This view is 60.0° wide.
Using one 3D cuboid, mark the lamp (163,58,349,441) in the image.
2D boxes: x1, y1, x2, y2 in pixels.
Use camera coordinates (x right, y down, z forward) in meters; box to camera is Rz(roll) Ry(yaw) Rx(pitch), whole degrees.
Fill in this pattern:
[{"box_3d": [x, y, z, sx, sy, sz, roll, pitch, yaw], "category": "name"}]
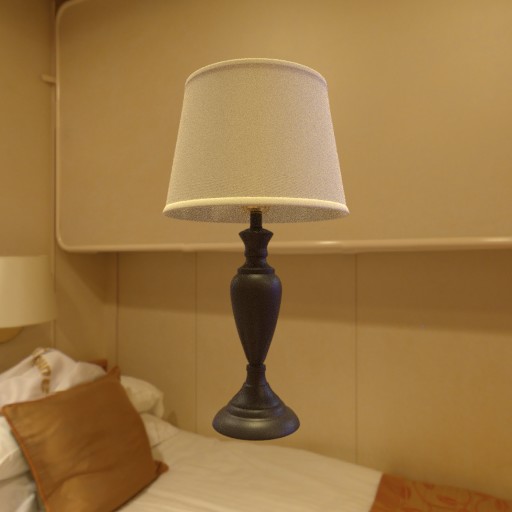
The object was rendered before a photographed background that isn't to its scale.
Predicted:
[{"box_3d": [0.000, 0.000, 0.812, 0.335, 0.611, 0.335, 0, 0, 0], "category": "lamp"}]
